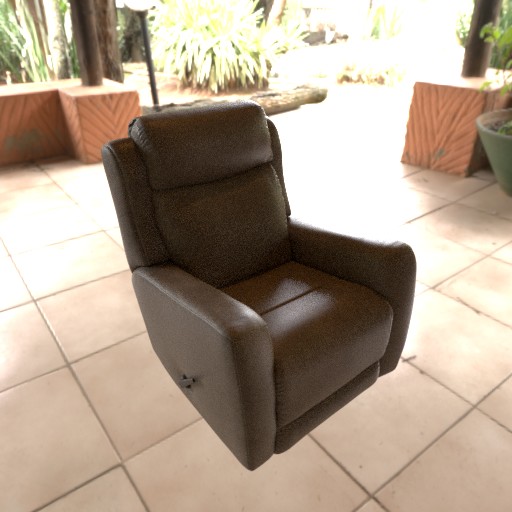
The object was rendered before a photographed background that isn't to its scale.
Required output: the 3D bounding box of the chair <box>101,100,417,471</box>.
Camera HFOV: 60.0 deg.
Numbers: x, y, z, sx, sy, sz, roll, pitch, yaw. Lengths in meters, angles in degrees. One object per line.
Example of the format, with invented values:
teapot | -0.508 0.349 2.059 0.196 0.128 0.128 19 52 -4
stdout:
chair | 0.000 0.000 1.922 0.967 1.116 1.068 -21 36 -32
